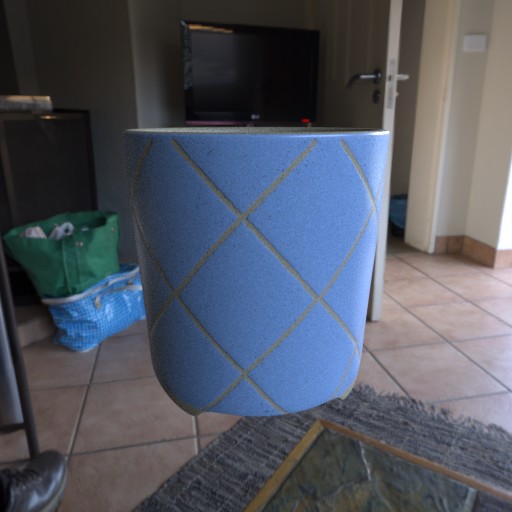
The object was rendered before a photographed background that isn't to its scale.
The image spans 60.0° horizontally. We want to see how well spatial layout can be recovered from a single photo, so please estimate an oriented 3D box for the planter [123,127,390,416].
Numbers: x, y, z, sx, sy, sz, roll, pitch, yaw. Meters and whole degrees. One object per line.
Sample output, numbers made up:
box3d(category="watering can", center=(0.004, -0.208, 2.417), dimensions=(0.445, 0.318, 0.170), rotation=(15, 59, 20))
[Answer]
box3d(category="planter", center=(0.000, 0.000, 0.426), dimensions=(0.227, 0.235, 0.227), rotation=(0, 17, 0))
